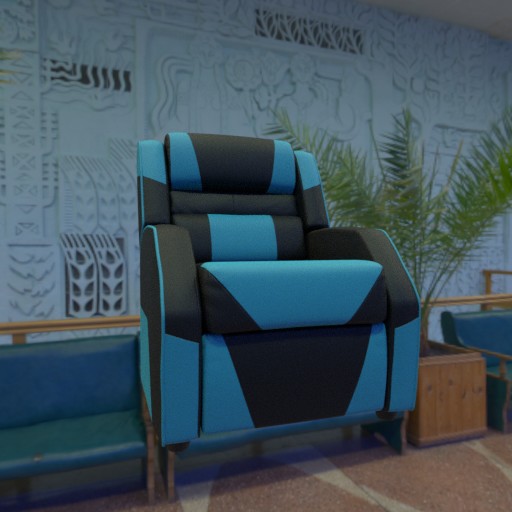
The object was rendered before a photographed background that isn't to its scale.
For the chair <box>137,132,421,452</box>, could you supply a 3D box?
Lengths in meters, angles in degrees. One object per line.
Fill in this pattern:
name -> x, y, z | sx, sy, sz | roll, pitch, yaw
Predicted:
chair -> 0.000, 0.000, 1.260 | 0.620, 0.805, 0.672 | -1, 2, -19
